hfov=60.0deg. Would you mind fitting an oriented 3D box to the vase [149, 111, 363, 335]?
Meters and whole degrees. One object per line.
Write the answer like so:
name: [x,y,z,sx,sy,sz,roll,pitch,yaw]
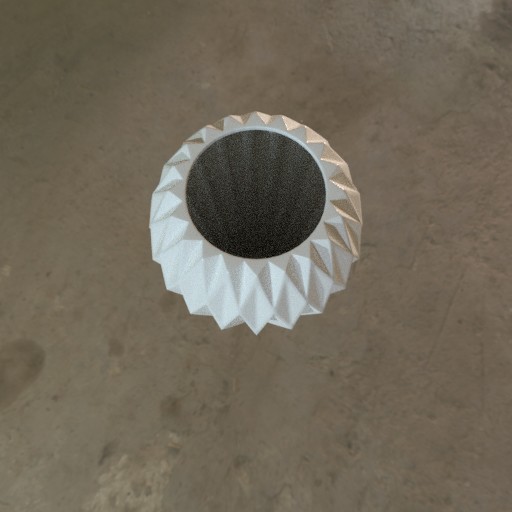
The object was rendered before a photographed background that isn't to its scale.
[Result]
vase: [0.000,0.000,0.347,0.133,0.263,0.133,0,76,0]
